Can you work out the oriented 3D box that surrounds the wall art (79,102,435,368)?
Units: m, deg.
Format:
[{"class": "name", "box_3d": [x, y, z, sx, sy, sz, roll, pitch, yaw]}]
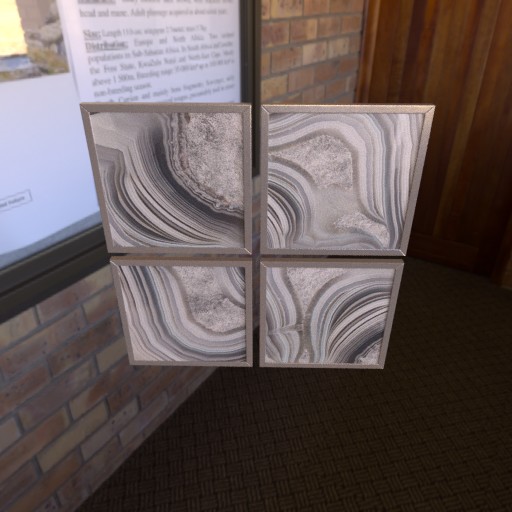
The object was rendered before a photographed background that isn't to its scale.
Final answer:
[{"class": "wall art", "box_3d": [0.000, 0.000, 1.687, 1.118, 1.118, 0.029, 1, 30, 1]}]
